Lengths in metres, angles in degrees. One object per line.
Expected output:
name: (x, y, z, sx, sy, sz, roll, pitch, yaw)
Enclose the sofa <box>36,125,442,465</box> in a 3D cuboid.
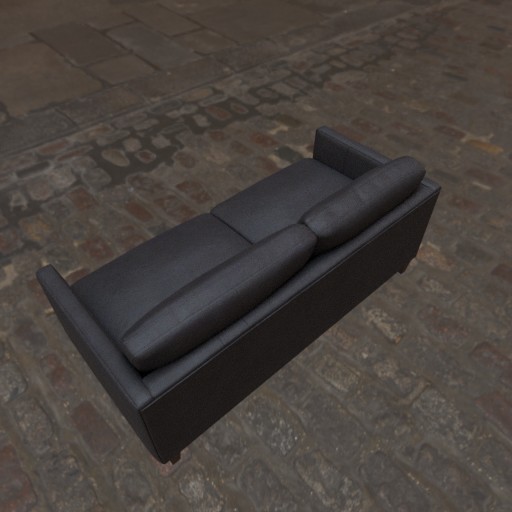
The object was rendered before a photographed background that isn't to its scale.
sofa: (0.000, 0.000, 2.409, 1.971, 0.863, 0.933, -33, 54, -28)
